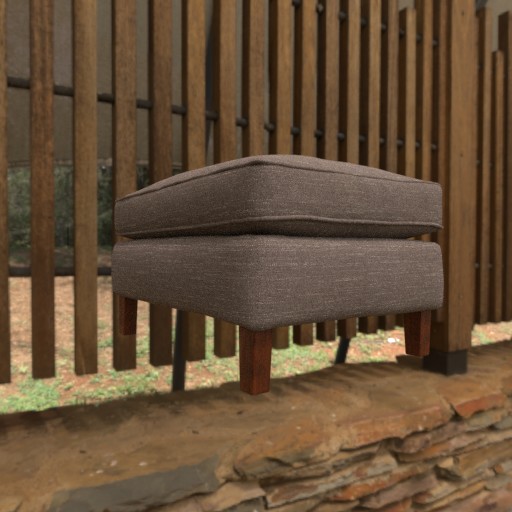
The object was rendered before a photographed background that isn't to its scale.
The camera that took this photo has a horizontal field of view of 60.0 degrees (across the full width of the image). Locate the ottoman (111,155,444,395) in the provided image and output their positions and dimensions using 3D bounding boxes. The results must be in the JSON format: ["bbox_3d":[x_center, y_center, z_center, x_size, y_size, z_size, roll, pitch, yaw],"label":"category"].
[{"bbox_3d":[0.000,0.000,1.034,0.508,0.406,0.686,-1,1,-35],"label":"ottoman"}]
